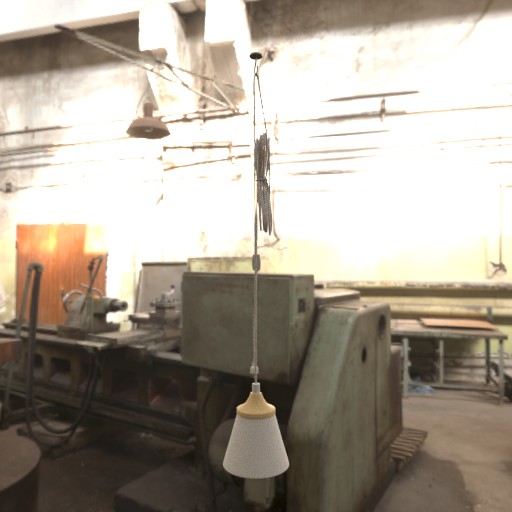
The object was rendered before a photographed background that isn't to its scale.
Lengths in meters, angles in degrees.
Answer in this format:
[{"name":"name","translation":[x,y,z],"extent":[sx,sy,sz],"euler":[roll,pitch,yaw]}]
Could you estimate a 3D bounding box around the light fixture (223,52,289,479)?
[{"name":"light fixture","translation":[0.000,0.000,1.048],"extent":[0.153,0.966,0.153],"euler":[-1,-2,18]}]
